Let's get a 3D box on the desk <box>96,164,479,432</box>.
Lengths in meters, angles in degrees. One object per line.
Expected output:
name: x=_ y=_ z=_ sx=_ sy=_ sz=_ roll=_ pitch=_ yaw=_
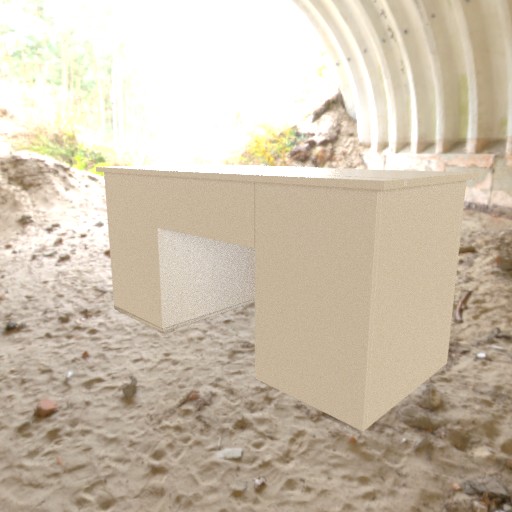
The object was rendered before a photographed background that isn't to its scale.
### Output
desk: x=0.000 y=0.000 z=1.977 sx=1.580 sy=0.760 sz=0.670 roll=13 pitch=18 yaw=43
